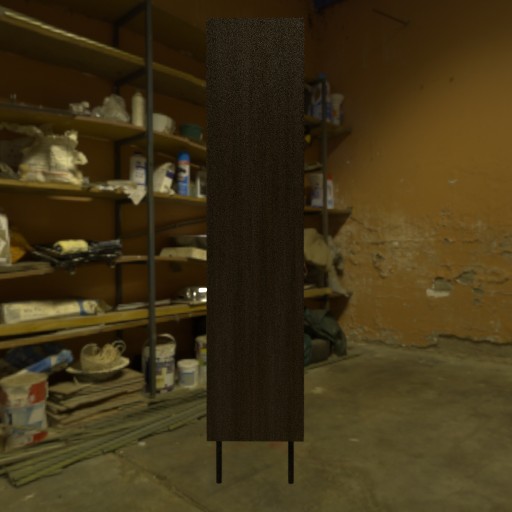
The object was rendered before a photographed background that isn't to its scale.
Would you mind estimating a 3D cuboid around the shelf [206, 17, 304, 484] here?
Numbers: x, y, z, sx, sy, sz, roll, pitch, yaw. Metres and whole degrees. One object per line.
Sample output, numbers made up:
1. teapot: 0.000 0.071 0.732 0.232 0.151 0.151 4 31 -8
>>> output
1. shelf: 0.000 0.000 1.774 0.323 1.545 0.670 0 1 1
